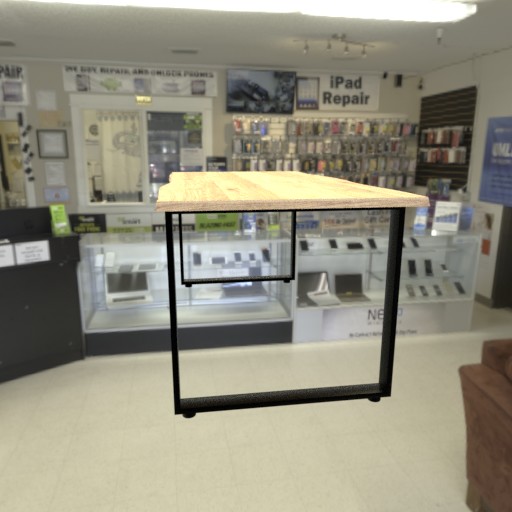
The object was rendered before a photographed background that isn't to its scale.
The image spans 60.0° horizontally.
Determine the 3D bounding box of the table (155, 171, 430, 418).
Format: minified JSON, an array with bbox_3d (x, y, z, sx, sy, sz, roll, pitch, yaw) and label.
[{"bbox_3d":[0.000,0.000,2.306,0.900,0.780,1.800,-2,14,-8],"label":"table"}]
